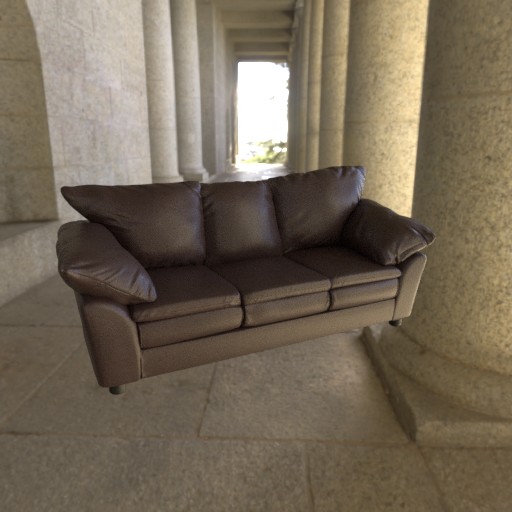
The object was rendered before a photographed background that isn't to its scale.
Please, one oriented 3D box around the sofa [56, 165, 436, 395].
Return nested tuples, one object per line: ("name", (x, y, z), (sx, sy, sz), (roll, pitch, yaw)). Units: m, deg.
("sofa", (0.000, 0.000, 2.903), (2.390, 1.091, 0.907), (-7, 16, -26))
